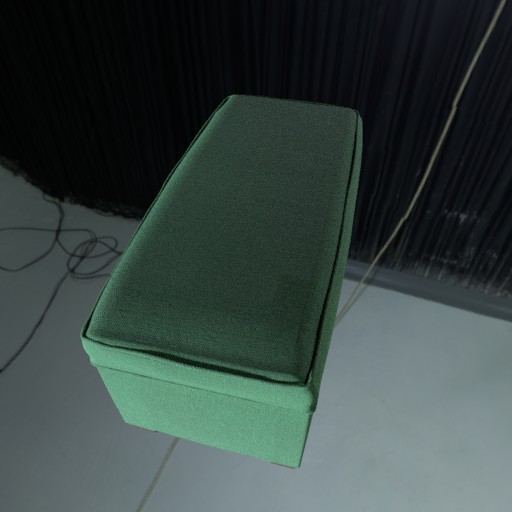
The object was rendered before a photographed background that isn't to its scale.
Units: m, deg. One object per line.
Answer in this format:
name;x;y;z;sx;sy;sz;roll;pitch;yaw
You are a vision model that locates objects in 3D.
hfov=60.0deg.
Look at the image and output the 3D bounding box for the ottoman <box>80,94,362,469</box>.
ottoman;0.000;0.000;1.224;0.483;0.471;0.957;11;47;10
